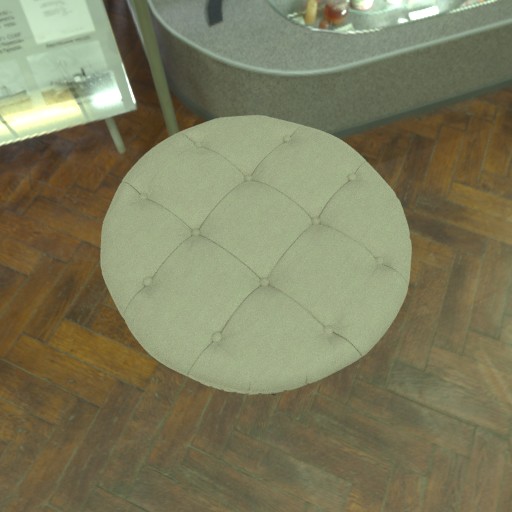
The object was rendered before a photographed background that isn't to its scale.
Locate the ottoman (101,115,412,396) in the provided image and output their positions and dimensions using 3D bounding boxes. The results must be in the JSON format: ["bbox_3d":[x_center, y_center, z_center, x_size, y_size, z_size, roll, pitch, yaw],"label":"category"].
[{"bbox_3d":[0.000,0.000,1.422,0.901,0.439,0.901,0,63,0],"label":"ottoman"}]
